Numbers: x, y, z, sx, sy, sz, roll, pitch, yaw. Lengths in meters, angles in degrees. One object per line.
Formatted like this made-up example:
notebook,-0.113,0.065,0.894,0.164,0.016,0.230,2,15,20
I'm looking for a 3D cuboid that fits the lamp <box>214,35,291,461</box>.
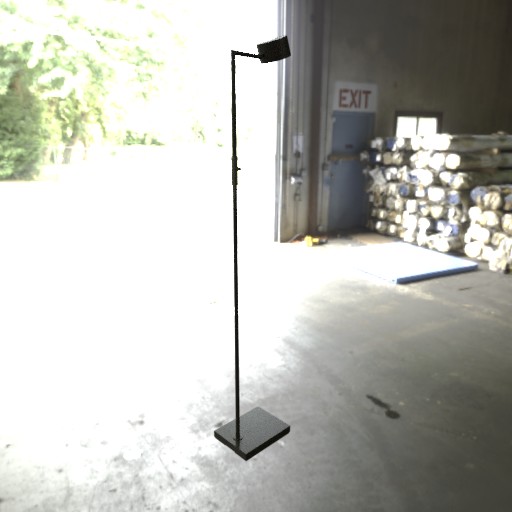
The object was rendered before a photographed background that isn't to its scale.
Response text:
lamp,0.000,0.000,1.724,0.304,1.600,0.203,-14,20,-42
